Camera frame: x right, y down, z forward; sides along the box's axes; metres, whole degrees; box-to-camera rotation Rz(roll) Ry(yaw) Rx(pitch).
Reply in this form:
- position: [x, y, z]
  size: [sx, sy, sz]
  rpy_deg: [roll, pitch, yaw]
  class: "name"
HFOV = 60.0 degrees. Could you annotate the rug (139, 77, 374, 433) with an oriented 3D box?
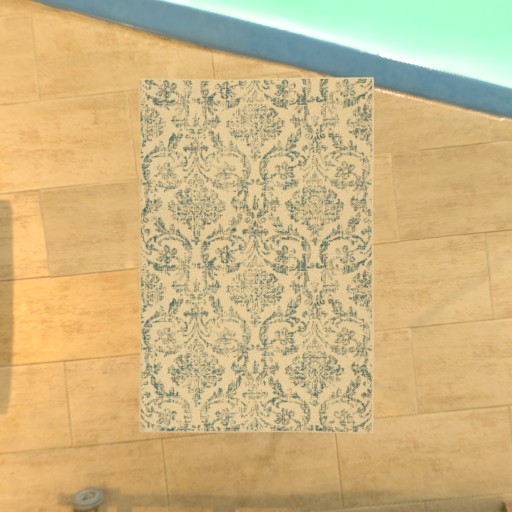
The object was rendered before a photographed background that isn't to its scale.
- position: [0.000, 0.000, 3.432]
  size: [1.819, 0.018, 2.746]
  rpy_deg: [0, 90, 1]
  class: "rug"
